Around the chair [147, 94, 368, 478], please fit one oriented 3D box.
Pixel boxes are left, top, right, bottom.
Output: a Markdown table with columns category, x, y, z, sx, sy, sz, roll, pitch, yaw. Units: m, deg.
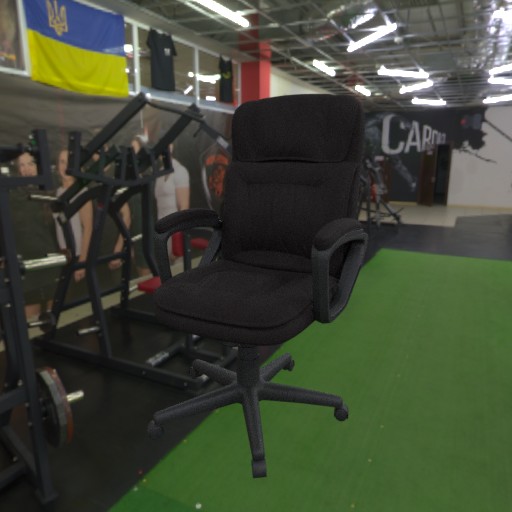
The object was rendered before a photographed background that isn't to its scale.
| category | x | y | z | sx | sy | sz | roll | pitch | yaw |
| --- | --- | --- | --- | --- | --- | --- | --- | --- | --- |
| chair | 0.000 | 0.000 | 1.502 | 0.667 | 1.105 | 0.724 | 7 | 15 | 28 |
